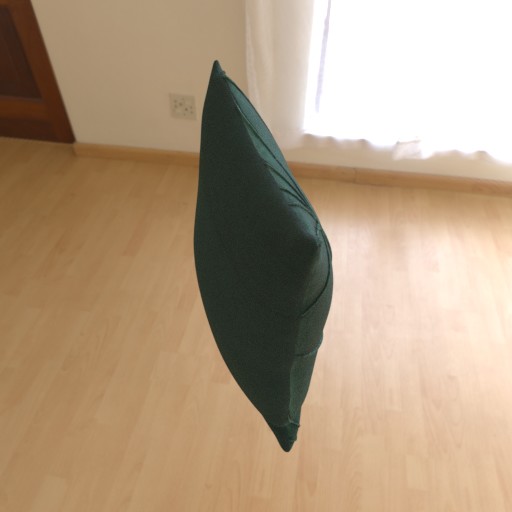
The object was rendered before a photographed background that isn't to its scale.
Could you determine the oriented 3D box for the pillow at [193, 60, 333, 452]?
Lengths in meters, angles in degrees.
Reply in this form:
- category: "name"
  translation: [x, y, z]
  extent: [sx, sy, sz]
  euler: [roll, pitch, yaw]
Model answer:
- category: "pillow"
  translation: [0.000, 0.000, 0.679]
  extent: [0.184, 0.440, 0.439]
  euler: [-11, 47, -11]
